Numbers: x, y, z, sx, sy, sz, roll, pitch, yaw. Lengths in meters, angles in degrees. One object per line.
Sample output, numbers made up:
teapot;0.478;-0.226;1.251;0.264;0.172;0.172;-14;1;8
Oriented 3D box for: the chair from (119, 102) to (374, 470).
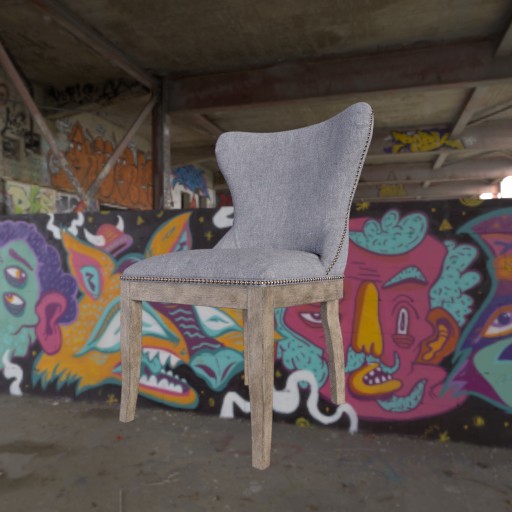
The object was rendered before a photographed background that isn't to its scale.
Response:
chair;0.000;0.000;1.458;0.654;1.002;0.681;0;-1;36
